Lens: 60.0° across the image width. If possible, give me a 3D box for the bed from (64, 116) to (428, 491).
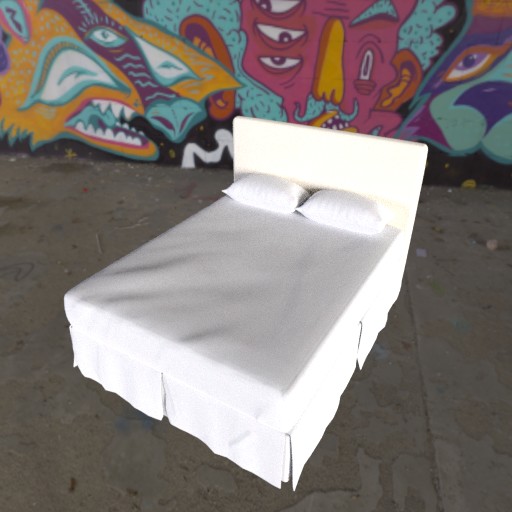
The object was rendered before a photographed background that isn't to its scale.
[{"bbox_3d":[0.000,0.000,3.111,1.713,1.330,2.142,17,35,26],"label":"bed"}]
